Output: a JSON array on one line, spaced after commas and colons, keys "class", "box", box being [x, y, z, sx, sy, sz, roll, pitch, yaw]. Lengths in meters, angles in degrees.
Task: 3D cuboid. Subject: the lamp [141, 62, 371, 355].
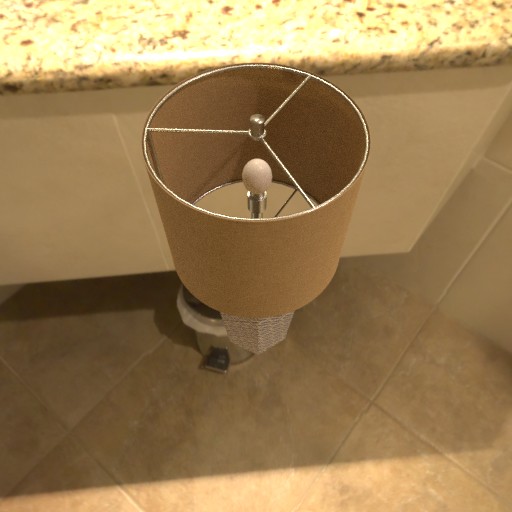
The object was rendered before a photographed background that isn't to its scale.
[{"class": "lamp", "box": [0.000, 0.000, 0.889, 0.320, 0.682, 0.320, 2, 57, 1]}]
